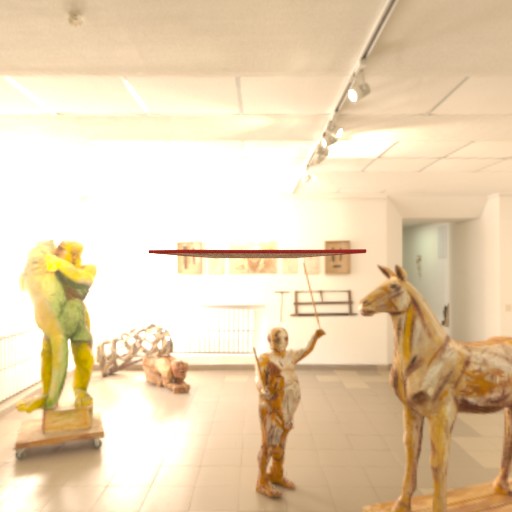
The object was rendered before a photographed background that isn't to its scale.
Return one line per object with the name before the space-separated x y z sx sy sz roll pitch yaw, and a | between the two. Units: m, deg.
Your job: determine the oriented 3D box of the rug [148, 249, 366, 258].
rug | 0.000 0.000 2.477 0.659 0.015 2.292 0 -1 0
